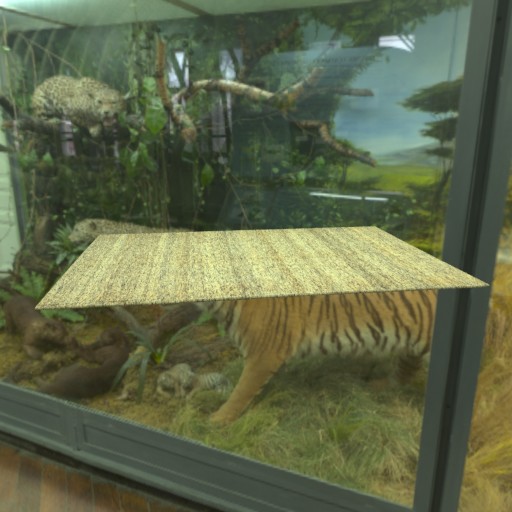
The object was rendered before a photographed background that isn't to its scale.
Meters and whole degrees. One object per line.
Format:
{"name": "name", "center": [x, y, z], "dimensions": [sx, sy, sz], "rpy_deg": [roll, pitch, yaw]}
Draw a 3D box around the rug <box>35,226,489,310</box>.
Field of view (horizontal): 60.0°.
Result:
{"name": "rug", "center": [0.000, 0.000, 2.355], "dimensions": [1.846, 0.014, 1.243], "rpy_deg": [-2, 16, -8]}
